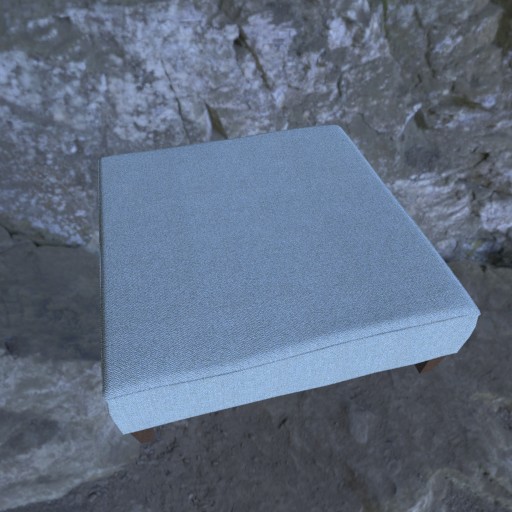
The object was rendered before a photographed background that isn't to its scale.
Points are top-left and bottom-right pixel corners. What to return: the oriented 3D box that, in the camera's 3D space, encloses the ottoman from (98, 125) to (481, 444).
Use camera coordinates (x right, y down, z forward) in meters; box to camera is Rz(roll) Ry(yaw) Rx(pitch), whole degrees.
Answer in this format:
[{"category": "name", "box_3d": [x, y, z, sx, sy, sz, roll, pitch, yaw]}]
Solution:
[{"category": "ottoman", "box_3d": [0.000, 0.000, 1.508, 0.968, 0.379, 1.004, -11, 46, -10]}]
